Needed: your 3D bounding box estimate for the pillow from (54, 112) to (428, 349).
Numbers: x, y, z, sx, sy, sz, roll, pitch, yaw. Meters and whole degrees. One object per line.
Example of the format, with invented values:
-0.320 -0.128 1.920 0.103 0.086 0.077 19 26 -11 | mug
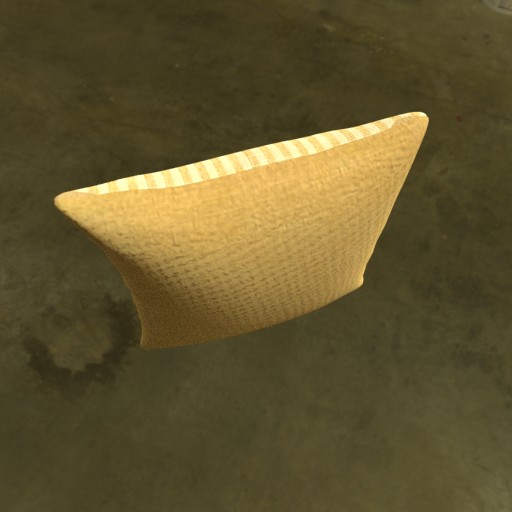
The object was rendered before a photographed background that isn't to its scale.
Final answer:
0.000 0.000 0.635 0.419 0.407 0.173 -15 59 -9 | pillow
